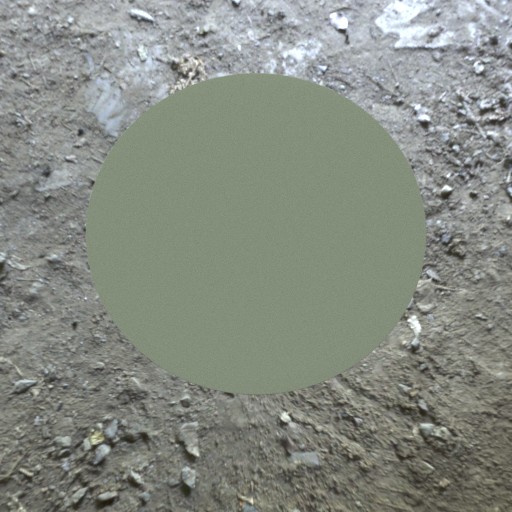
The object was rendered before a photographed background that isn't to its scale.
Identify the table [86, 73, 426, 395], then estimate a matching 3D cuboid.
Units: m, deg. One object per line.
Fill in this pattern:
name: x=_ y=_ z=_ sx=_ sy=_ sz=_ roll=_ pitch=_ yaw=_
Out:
table: x=0.000 y=0.000 z=1.538 sx=0.896 sy=0.762 sz=0.896 roll=0 pitch=74 yaw=0
